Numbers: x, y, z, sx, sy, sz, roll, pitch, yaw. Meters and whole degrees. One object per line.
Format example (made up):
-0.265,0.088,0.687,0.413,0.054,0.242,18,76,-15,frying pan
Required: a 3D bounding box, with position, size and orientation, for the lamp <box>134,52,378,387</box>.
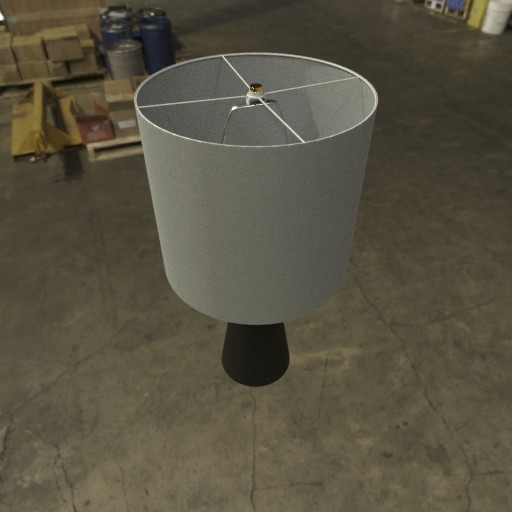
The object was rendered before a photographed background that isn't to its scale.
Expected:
0.000,0.000,0.758,0.308,0.580,0.308,-13,43,-15,lamp
